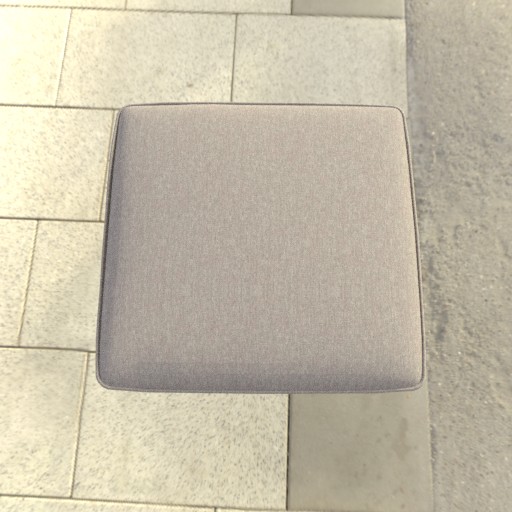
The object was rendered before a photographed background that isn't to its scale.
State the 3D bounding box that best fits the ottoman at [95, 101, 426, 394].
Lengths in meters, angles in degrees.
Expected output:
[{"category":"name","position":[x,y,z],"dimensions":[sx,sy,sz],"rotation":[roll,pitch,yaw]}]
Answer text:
[{"category":"ottoman","position":[0.000,0.000,1.398],"dimensions":[0.871,0.612,0.808],"rotation":[0,77,0]}]
